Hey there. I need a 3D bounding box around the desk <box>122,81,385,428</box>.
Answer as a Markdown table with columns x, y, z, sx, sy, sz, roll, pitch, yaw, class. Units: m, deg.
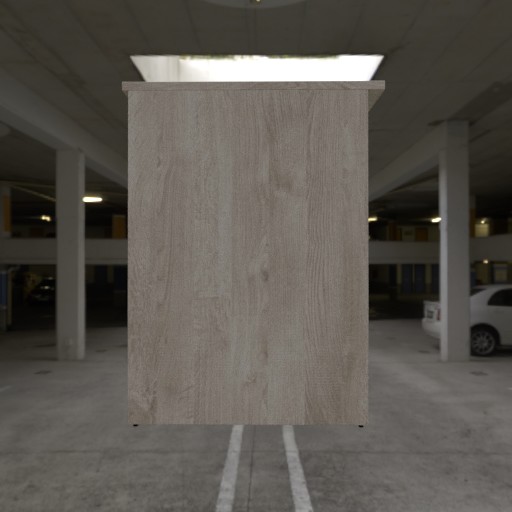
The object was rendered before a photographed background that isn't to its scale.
| x | y | z | sx | sy | sz | roll | pitch | yaw | class |
| --- | --- | --- | --- | --- | --- | --- | --- | --- | --- |
| 0.000 | 0.000 | 1.488 | 0.560 | 0.735 | 1.097 | 0 | 0 | 1 | desk |
